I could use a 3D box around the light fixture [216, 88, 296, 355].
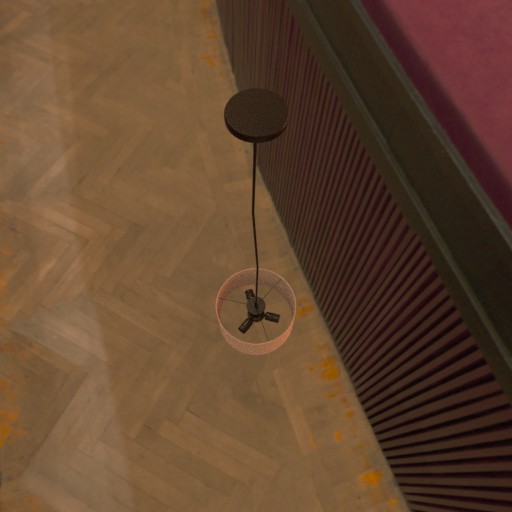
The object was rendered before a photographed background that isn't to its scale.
[{"bbox_3d":[0.000,0.000,1.709,0.399,1.516,0.399,0,64,0],"label":"light fixture"}]
